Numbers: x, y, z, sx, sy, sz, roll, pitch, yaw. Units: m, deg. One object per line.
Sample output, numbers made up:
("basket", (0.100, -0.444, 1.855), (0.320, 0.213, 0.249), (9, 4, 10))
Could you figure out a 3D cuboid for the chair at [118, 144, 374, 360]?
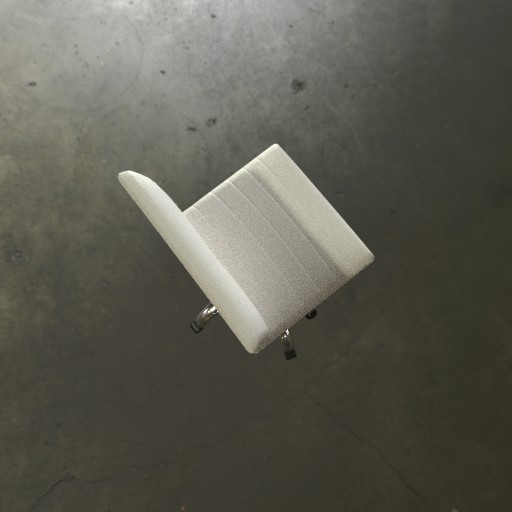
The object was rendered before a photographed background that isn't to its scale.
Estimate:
("chair", (0.000, 0.000, 1.135), (0.530, 0.780, 0.556), (-37, 80, -8))
